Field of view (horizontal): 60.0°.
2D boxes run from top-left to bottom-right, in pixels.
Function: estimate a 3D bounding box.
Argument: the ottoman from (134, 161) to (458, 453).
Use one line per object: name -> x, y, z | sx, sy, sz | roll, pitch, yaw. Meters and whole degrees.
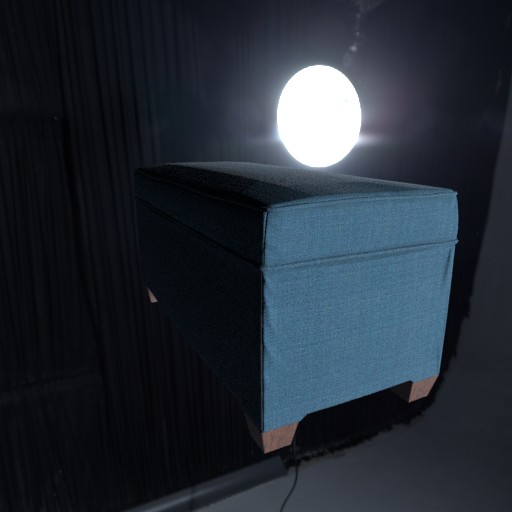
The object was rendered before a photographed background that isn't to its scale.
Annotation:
ottoman -> 0.000, 0.000, 1.212 | 0.474, 0.474, 0.943 | -8, 17, -26
